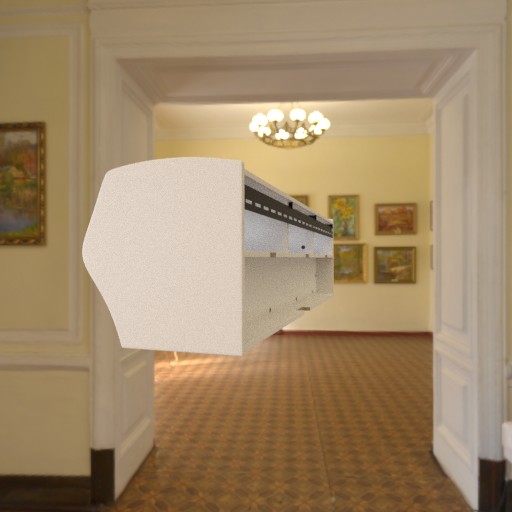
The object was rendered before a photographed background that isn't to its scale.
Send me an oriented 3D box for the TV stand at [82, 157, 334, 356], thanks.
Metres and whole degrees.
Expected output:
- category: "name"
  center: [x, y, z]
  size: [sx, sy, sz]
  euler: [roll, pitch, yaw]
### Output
- category: "TV stand"
  center: [0.000, 0.000, 1.682]
  size: [0.397, 0.424, 1.473]
  euler: [0, 0, 17]
